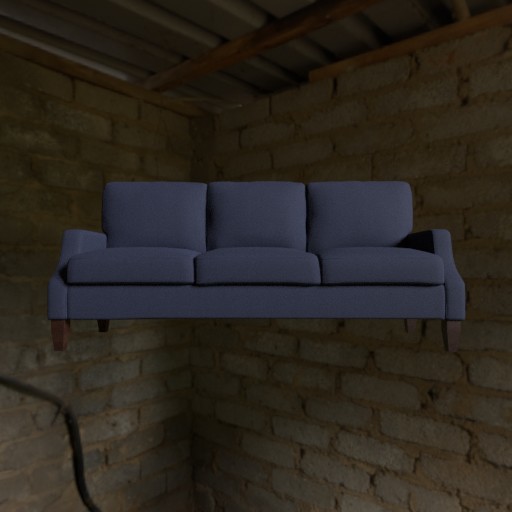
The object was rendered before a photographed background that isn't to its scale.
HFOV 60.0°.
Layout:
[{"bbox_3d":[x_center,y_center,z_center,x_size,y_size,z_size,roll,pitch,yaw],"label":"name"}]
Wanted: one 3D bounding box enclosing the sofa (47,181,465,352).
[{"bbox_3d":[0.000,0.000,2.639,2.115,0.984,0.888,0,-1,1],"label":"sofa"}]
